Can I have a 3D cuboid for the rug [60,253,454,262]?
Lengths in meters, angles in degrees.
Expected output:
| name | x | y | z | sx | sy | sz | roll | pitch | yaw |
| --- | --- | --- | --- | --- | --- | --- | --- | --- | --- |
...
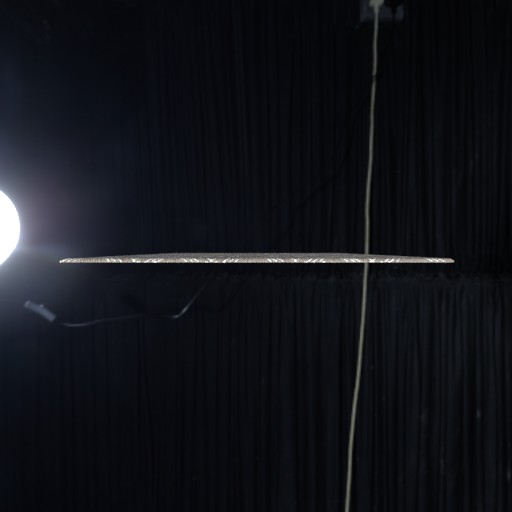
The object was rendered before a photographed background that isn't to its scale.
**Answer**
| name | x | y | z | sx | sy | sz | roll | pitch | yaw |
| --- | --- | --- | --- | --- | --- | --- | --- | --- | --- |
| rug | 0.000 | 0.000 | 2.299 | 1.239 | 0.012 | 1.836 | 0 | 1 | 0 |
